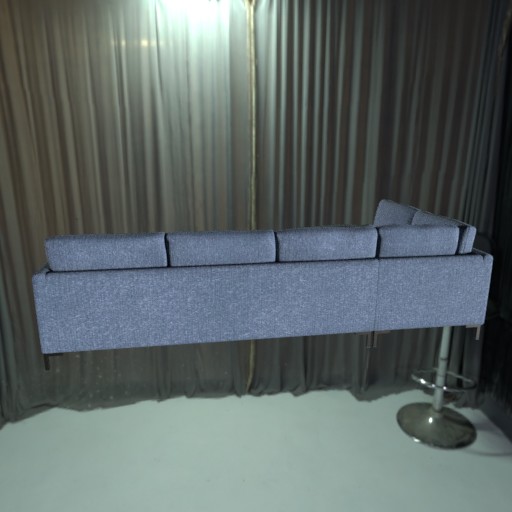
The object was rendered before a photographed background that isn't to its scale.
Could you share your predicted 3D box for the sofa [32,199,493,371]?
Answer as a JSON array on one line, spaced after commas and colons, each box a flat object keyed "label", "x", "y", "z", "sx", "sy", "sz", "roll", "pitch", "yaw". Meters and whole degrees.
[{"label": "sofa", "x": 0.000, "y": 0.000, "z": 3.724, "sx": 2.949, "sy": 0.815, "sz": 2.007, "roll": -2, "pitch": 15, "yaw": -9}]
